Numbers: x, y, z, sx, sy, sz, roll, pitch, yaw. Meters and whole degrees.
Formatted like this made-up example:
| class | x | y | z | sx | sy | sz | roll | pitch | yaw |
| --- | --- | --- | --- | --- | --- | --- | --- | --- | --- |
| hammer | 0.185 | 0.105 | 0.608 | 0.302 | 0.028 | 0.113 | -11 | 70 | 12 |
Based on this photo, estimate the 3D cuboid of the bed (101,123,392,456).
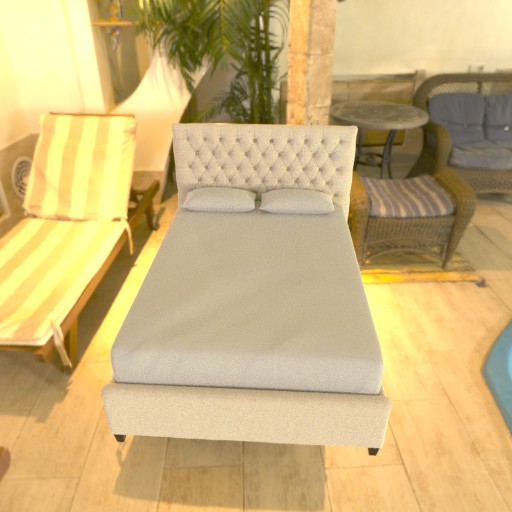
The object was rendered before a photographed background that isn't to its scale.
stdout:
| class | x | y | z | sx | sy | sz | roll | pitch | yaw |
| --- | --- | --- | --- | --- | --- | --- | --- | --- | --- |
| bed | 0.000 | 0.000 | 3.404 | 1.698 | 1.427 | 2.387 | 2 | 31 | 3 |
